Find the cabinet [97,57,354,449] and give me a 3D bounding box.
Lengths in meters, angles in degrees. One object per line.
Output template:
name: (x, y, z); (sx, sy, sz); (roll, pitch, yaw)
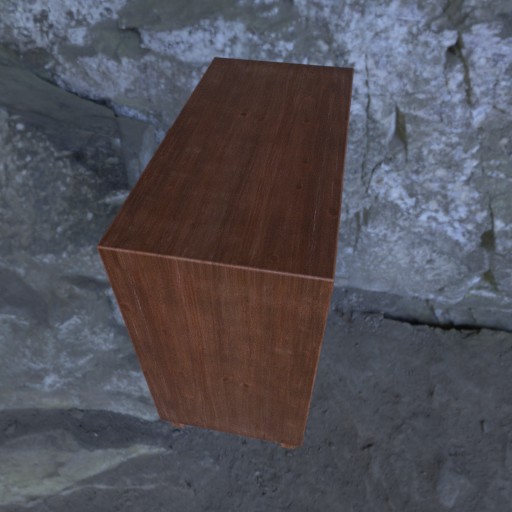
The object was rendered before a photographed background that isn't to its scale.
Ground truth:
cabinet: (0.000, 0.000, 1.279); (0.412, 0.785, 0.796); (8, 47, 8)
